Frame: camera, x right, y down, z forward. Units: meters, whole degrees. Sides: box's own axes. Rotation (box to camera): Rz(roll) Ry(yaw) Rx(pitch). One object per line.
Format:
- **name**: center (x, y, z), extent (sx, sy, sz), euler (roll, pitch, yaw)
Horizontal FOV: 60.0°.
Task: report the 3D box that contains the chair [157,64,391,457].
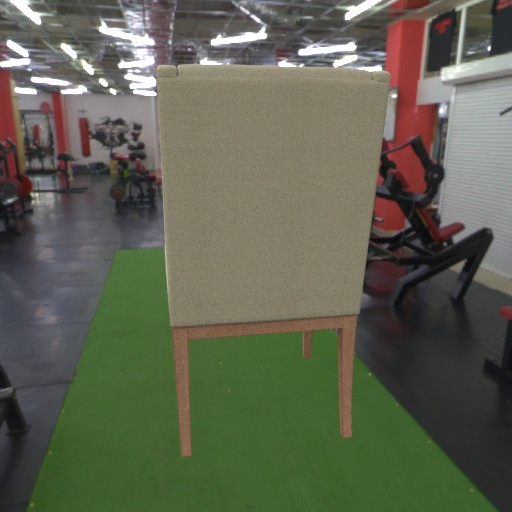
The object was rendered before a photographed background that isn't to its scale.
- **chair**: center (0.000, 0.000, 1.377), extent (0.575, 1.021, 0.611), euler (-3, 15, -9)
